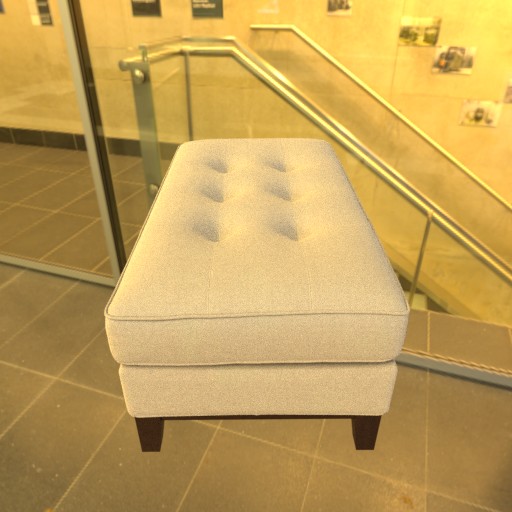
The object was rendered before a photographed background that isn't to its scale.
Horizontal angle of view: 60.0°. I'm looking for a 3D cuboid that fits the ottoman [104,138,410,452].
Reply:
[{"bbox_3d":[0.000,0.000,1.475,0.648,0.508,1.143,0,32,0],"label":"ottoman"}]
